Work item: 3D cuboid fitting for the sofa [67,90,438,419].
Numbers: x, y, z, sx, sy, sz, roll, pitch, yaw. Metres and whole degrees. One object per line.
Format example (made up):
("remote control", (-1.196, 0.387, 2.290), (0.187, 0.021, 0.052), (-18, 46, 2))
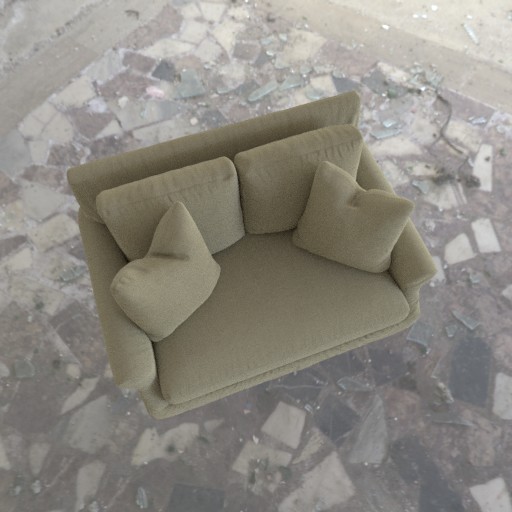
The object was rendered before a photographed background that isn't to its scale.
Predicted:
("sofa", (0.000, 0.000, 2.179), (1.550, 0.905, 1.070), (-18, 65, -9))
